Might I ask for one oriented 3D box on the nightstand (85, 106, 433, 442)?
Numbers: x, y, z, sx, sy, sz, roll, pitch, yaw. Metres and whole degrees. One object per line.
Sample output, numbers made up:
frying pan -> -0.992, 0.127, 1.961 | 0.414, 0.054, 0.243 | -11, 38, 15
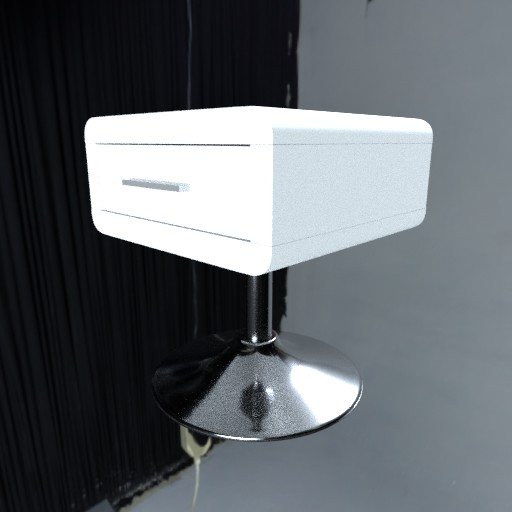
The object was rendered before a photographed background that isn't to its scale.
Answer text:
nightstand -> 0.000, 0.000, 0.750 | 0.399, 0.447, 0.404 | 13, 20, 42
